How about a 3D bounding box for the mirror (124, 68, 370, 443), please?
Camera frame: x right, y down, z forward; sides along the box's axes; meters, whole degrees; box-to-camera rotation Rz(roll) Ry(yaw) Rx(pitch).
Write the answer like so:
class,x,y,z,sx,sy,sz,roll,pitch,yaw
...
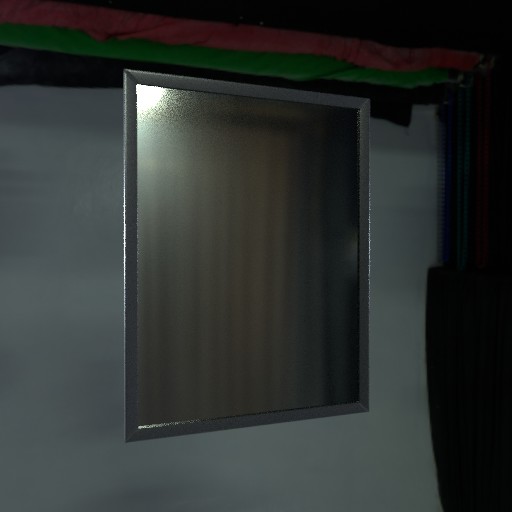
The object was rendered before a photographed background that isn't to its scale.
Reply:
class,x,y,z,sx,sy,sz,roll,pitch,yaw
mirror,0.000,0.000,1.339,0.762,1.016,0.040,0,1,-18
